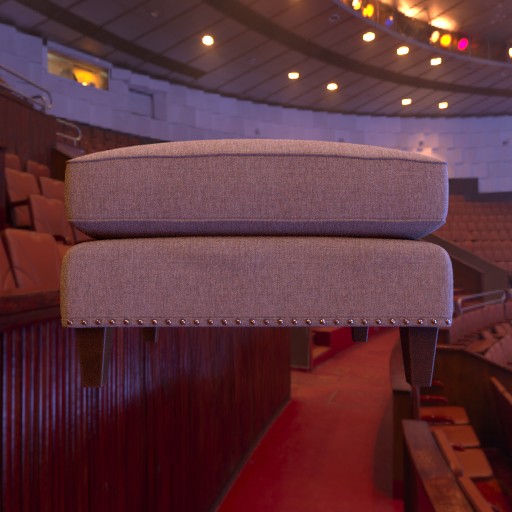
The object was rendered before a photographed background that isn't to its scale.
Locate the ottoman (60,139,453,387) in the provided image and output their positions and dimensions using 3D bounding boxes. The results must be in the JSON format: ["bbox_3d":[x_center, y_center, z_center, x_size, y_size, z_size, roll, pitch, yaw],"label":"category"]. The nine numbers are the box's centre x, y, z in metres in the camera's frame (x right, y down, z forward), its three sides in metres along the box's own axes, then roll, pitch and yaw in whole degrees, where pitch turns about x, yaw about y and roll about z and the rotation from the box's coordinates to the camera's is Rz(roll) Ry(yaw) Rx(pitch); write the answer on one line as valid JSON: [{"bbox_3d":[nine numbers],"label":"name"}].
[{"bbox_3d":[0.000,0.000,1.113,0.741,0.513,0.584,0,-1,-1],"label":"ottoman"}]
